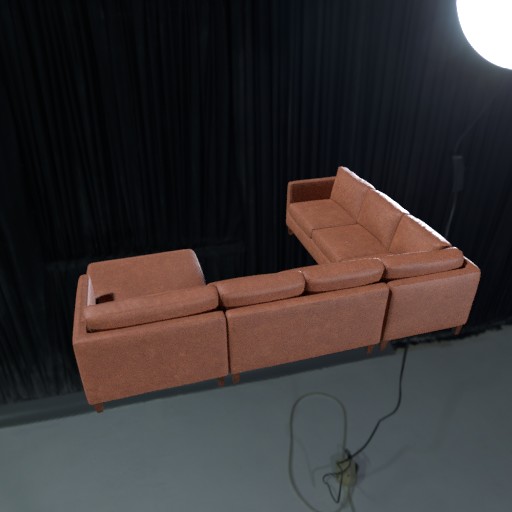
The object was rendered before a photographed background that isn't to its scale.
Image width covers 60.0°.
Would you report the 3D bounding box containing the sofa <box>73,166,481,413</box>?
[{"bbox_3d":[0.000,0.000,4.686,3.460,0.923,2.593,-8,31,-14],"label":"sofa"}]
